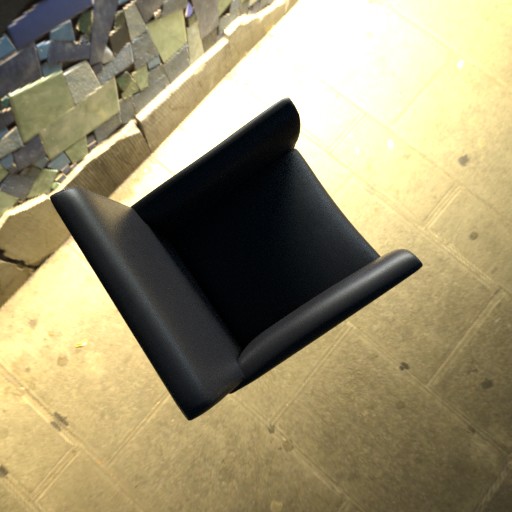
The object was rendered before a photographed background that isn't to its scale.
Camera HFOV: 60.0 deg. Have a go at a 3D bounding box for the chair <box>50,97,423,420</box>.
[{"bbox_3d":[0.000,0.000,1.491,0.772,0.951,0.683,-34,79,-8],"label":"chair"}]
